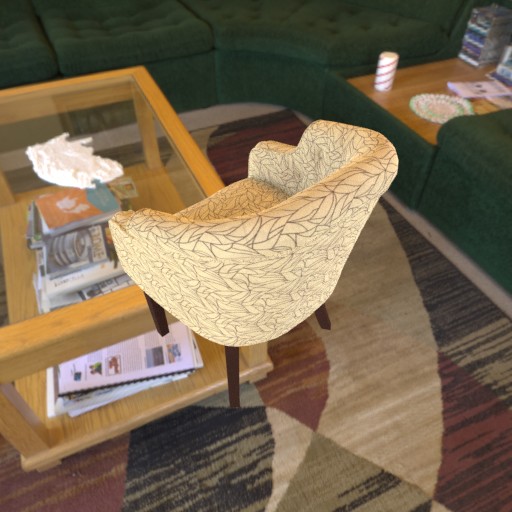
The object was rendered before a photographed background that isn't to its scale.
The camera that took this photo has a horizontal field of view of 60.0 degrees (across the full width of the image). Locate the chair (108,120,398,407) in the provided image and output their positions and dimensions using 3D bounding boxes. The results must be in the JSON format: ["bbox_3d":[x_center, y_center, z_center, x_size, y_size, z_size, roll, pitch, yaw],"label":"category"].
[{"bbox_3d":[0.000,0.000,1.341,0.686,0.858,0.613,-33,54,-28],"label":"chair"}]
